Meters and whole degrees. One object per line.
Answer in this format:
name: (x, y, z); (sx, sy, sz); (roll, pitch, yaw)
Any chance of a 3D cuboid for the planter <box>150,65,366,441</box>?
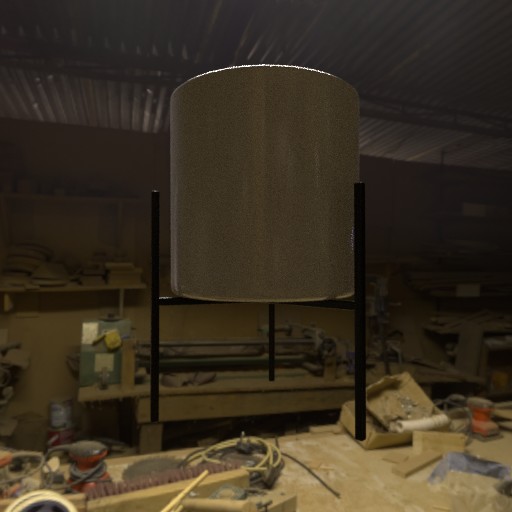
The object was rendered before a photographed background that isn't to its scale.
planter: (0.000, 0.000, 0.516); (0.239, 0.356, 0.239); (0, -1, -18)
